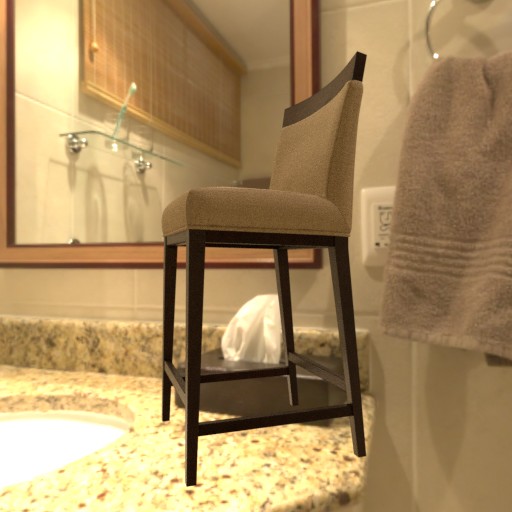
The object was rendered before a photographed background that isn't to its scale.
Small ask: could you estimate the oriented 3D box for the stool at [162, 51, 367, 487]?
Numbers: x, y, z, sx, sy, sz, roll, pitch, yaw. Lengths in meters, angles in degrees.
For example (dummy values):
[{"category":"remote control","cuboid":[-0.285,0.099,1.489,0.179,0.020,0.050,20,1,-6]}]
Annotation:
[{"category":"stool","cuboid":[0.000,0.000,1.378,0.531,1.117,0.511,0,0,-19]}]
